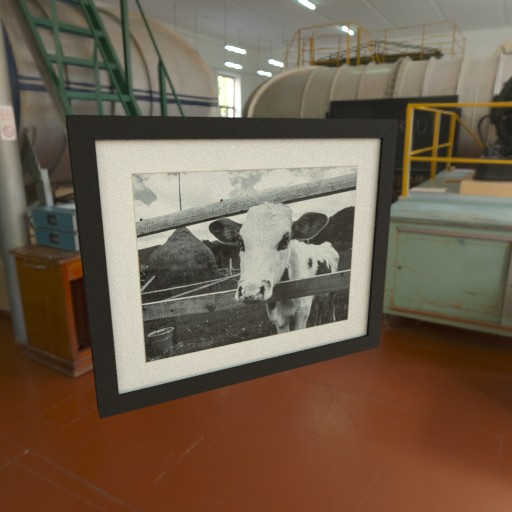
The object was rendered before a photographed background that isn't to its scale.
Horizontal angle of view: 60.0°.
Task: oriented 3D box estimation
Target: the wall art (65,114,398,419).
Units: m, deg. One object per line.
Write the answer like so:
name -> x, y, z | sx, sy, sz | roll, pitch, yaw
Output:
wall art -> 0.000, 0.000, 0.553 | 0.404, 0.329, 0.024 | -7, 17, -25
